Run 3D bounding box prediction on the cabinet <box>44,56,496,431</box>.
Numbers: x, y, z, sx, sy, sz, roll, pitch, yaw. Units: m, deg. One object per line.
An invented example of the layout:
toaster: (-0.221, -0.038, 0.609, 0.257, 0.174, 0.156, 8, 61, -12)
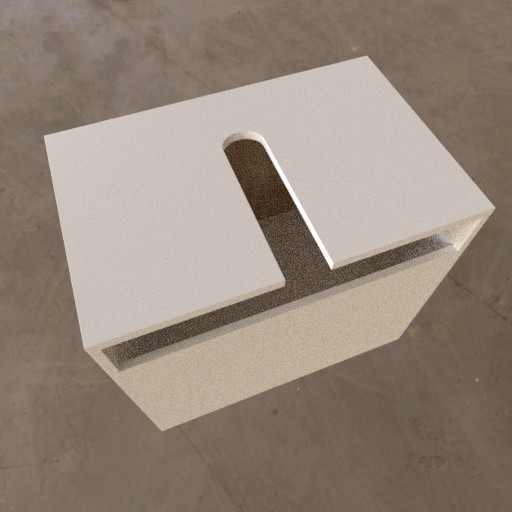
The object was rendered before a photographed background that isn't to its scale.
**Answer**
cabinet: (0.000, 0.000, 0.912, 0.600, 0.522, 0.400, -18, 60, -11)
